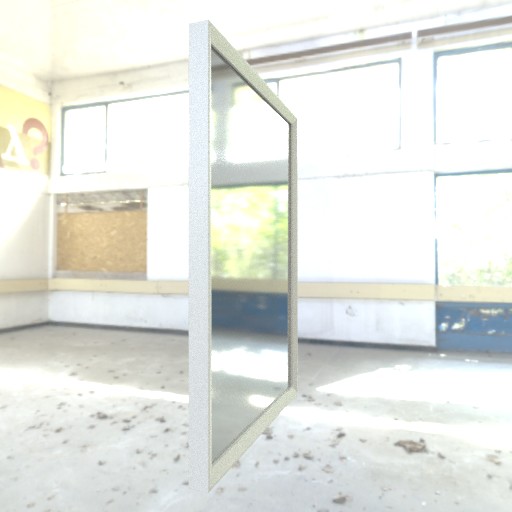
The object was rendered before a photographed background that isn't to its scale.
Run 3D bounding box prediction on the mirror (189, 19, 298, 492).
[{"bbox_3d":[0.000,0.000,0.908,0.039,0.710,0.507,0,0,21],"label":"mirror"}]
